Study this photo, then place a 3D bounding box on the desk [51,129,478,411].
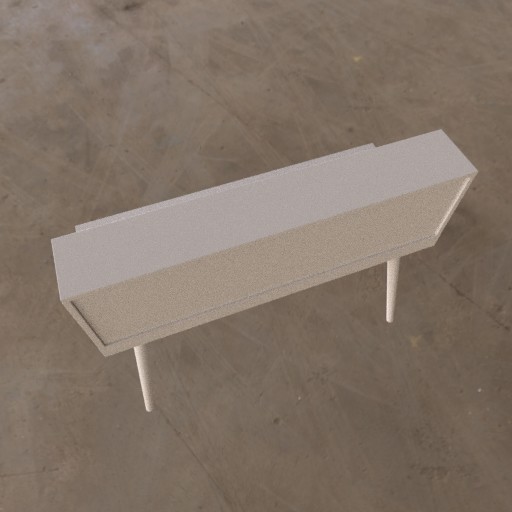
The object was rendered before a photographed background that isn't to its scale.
[{"bbox_3d":[0.000,0.000,1.722,1.199,0.990,0.559,-18,59,-11],"label":"desk"}]
